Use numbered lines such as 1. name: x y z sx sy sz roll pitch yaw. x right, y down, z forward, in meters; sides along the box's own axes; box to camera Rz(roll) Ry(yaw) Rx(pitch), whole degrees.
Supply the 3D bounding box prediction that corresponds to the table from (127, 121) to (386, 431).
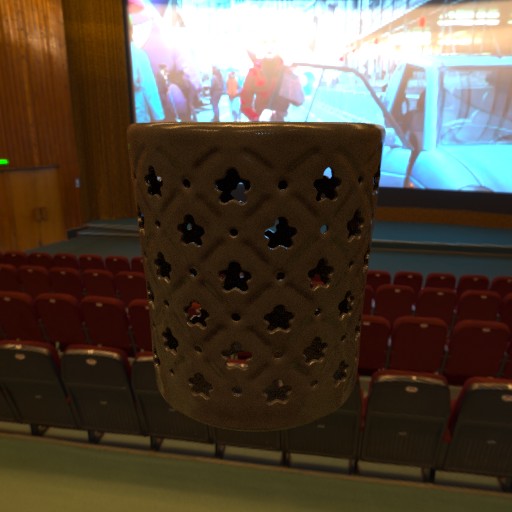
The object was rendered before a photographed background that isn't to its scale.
1. table: 0.000 0.000 0.669 0.352 0.387 0.352 0 16 0
